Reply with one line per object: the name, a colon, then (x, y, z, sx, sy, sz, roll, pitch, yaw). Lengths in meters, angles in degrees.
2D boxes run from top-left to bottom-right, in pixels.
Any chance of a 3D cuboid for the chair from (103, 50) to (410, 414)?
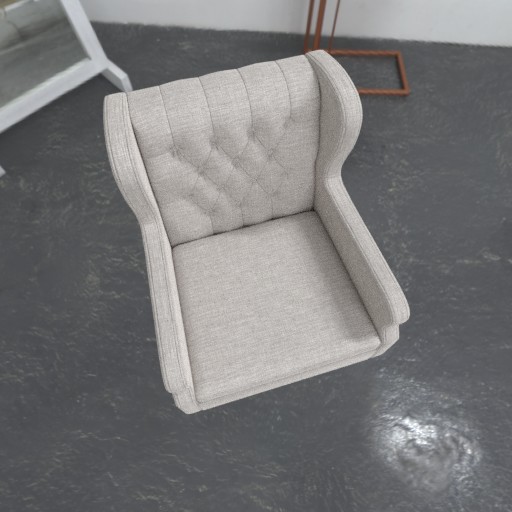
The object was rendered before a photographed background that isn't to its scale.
chair: (0.000, 0.000, 1.441, 0.710, 0.930, 0.760, -15, 65, -7)
